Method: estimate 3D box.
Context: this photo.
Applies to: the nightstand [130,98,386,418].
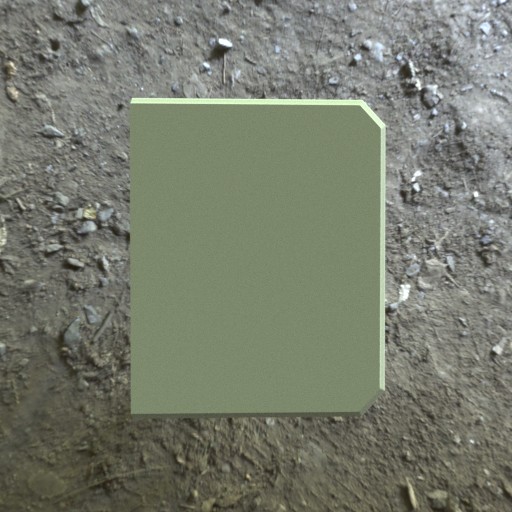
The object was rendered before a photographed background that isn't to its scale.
[{"bbox_3d":[0.000,0.000,0.930,0.351,0.681,0.435,0,91,-1],"label":"nightstand"}]
